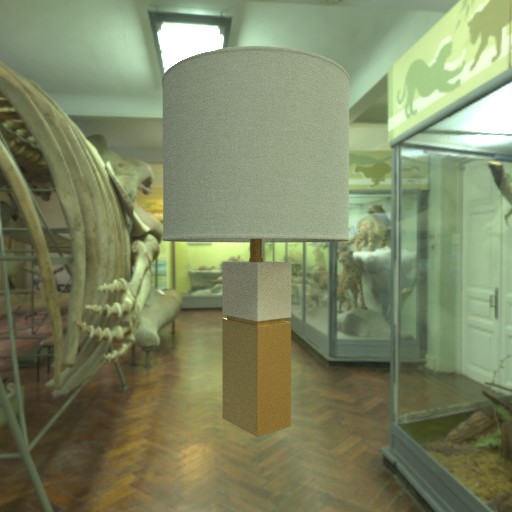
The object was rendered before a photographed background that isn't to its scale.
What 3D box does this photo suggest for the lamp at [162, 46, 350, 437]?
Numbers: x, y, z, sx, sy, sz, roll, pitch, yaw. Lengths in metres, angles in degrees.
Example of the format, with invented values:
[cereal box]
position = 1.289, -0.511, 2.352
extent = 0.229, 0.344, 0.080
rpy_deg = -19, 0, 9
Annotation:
[lamp]
position = 0.000, 0.000, 0.553
extent = 0.229, 0.417, 0.229
rpy_deg = -1, 1, -38
